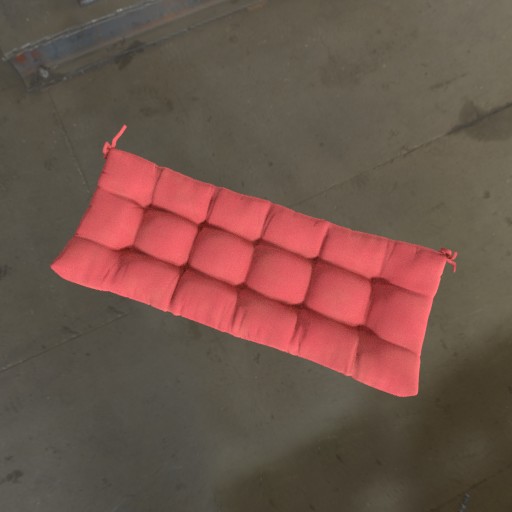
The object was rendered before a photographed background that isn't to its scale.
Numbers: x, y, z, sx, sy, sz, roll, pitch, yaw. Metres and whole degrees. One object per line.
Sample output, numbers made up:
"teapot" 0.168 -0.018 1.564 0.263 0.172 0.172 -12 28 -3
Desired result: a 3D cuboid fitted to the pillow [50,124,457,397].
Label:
"pillow" 0.000 0.000 1.357 1.194 0.174 0.511 18 75 5
